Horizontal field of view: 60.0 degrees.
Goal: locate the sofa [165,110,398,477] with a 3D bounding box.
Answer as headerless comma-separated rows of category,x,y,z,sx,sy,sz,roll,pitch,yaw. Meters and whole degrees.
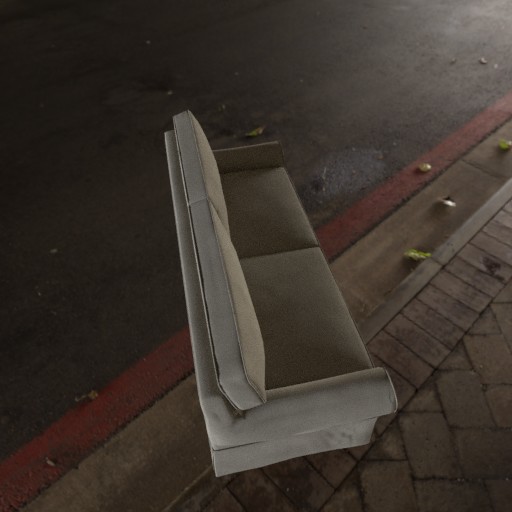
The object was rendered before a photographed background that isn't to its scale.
sofa,0.000,0.000,2.741,0.900,1.014,2.246,-9,46,-8
